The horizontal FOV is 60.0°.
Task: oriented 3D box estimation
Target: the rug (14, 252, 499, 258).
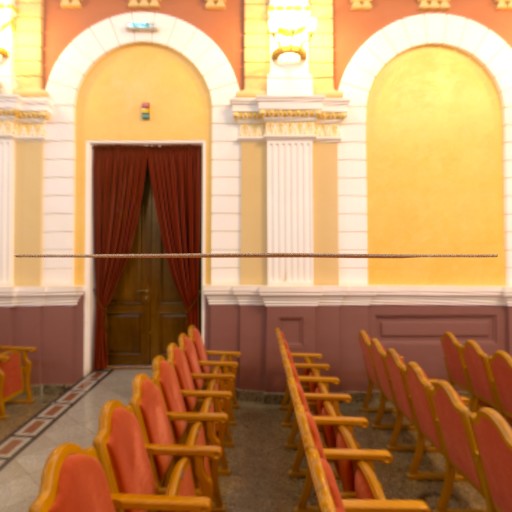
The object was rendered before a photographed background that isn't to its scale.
[{"bbox_3d":[0.000,0.000,2.923,2.346,0.029,1.574,0,0,0],"label":"rug"}]
